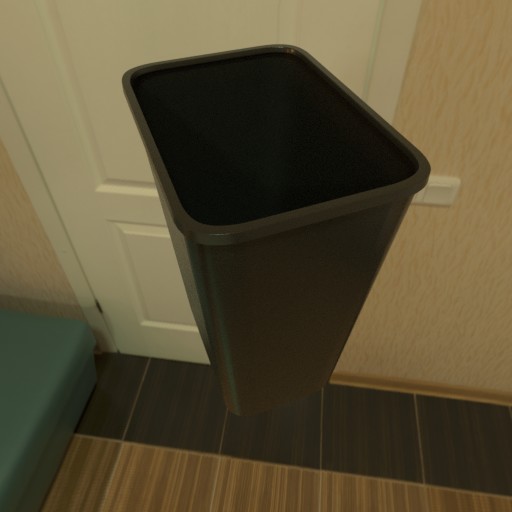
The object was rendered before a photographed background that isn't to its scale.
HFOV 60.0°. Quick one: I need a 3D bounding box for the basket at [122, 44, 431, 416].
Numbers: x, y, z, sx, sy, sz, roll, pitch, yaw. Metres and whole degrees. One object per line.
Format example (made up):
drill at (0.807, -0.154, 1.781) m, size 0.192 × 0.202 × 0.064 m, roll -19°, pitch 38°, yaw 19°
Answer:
basket at (0.000, 0.000, 0.745) m, size 0.287 × 0.521 × 0.394 m, roll -16°, pitch 49°, yaw -14°
